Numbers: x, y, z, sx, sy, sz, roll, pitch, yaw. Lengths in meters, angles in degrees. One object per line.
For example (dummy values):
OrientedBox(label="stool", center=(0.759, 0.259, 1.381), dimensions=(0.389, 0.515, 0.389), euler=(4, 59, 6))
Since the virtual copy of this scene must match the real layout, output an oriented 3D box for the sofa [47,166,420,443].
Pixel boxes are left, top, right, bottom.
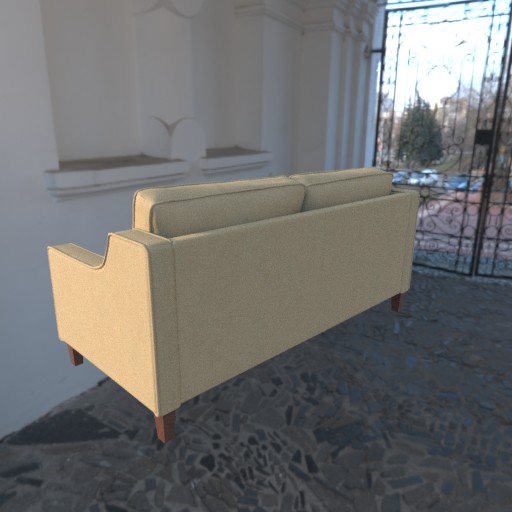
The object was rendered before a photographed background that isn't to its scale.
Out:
OrientedBox(label="sofa", center=(0.000, 0.000, 2.818), dimensions=(2.178, 1.071, 1.066), euler=(-15, 22, -43))
